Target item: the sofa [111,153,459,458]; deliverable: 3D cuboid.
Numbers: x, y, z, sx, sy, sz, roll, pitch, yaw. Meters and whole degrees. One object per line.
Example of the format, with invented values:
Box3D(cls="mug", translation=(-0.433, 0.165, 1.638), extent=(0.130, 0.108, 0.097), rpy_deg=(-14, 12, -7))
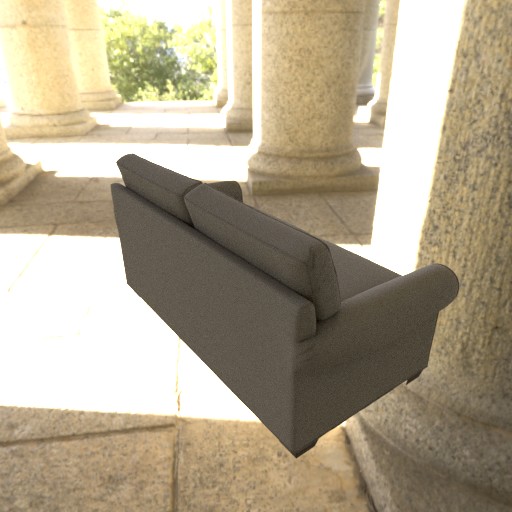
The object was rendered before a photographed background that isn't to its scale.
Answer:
Box3D(cls="sofa", translation=(0.000, 0.000, 2.449), extent=(0.940, 0.952, 1.930), rpy_deg=(-18, 31, -32))
